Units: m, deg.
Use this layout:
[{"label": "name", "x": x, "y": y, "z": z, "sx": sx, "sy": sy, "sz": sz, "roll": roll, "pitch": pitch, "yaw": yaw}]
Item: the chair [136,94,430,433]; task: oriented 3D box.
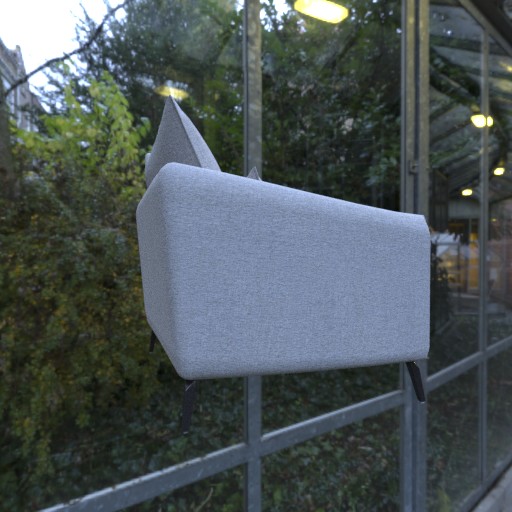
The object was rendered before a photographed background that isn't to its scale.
[{"label": "chair", "x": 0.000, "y": 0.000, "z": 1.625, "sx": 0.801, "sy": 0.856, "sz": 1.029, "roll": 0, "pitch": 0, "yaw": -18}]
